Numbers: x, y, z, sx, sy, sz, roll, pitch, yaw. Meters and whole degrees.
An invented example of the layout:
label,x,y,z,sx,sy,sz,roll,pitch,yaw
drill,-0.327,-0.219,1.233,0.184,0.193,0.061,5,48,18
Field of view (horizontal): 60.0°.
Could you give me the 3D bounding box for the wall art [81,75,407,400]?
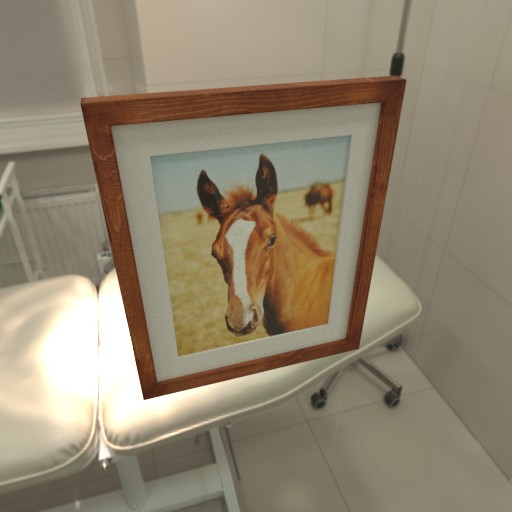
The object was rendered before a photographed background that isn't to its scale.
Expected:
label,x,y,z,sx,sy,sz,roll,pitch,yaw
wall art,0.000,0.000,0.768,0.462,0.558,0.030,-10,35,-14
